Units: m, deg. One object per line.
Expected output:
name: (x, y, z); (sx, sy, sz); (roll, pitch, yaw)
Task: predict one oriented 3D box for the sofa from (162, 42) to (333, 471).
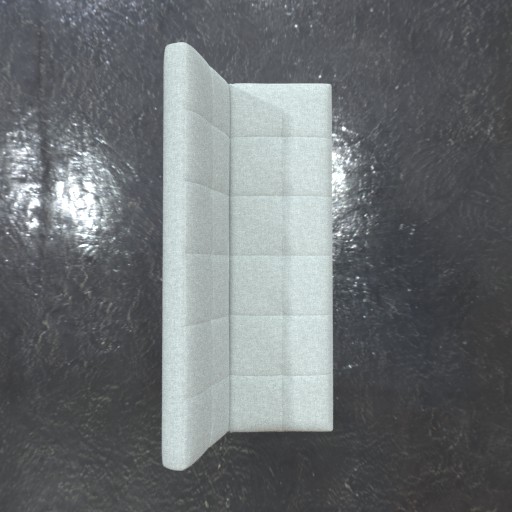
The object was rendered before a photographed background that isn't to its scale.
sofa: (0.000, 0.000, 2.233); (0.800, 0.800, 1.820); (0, 89, -1)
